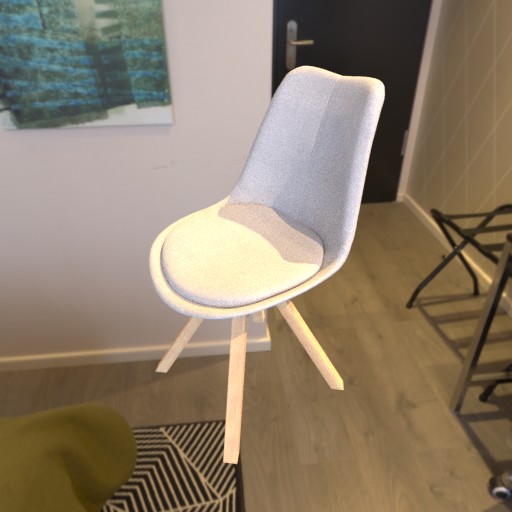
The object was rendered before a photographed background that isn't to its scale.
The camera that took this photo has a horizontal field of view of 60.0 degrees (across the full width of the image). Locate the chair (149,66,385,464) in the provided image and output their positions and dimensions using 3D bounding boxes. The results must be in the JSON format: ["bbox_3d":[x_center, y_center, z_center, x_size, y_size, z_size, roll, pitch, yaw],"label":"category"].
[{"bbox_3d":[0.000,0.000,1.175,0.549,0.863,0.474,-21,38,-31],"label":"chair"}]
